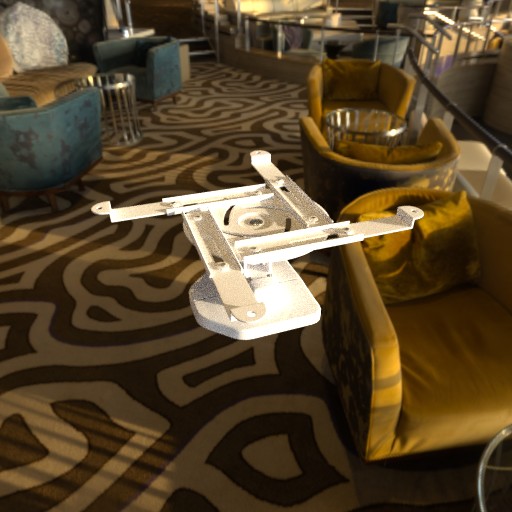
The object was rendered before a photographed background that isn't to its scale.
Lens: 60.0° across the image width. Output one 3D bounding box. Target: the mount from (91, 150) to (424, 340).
[{"bbox_3d":[0.000,0.000,0.600,0.394,0.141,0.394,-11,35,-16],"label":"mount"}]
